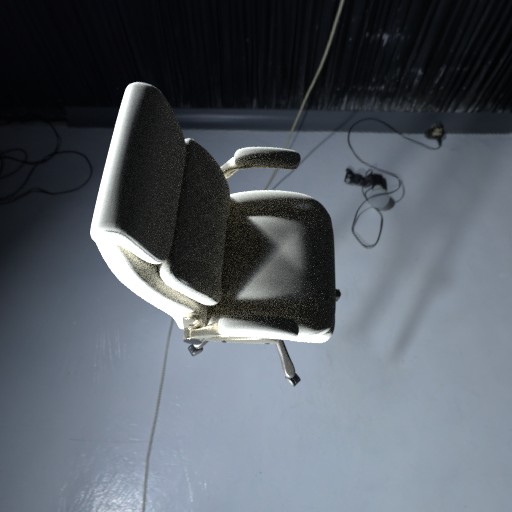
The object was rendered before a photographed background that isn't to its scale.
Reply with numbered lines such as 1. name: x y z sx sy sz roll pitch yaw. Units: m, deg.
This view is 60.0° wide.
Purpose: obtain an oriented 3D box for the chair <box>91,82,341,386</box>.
1. chair: 0.000 0.000 1.608 0.794 1.110 0.740 0 64 0
